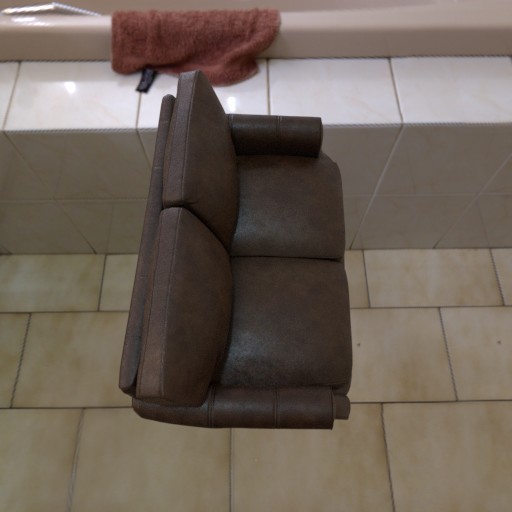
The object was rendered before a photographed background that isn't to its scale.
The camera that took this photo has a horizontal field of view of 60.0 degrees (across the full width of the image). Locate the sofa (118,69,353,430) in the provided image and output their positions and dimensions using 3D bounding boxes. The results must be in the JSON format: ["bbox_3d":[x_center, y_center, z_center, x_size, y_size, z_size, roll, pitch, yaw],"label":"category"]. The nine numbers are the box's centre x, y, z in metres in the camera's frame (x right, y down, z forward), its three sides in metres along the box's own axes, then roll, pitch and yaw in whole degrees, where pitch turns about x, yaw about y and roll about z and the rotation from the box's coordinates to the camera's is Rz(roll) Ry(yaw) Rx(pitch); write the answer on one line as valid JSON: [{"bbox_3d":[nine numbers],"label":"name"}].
[{"bbox_3d":[0.000,0.000,2.199,0.990,0.976,1.616,1,65,1],"label":"sofa"}]
